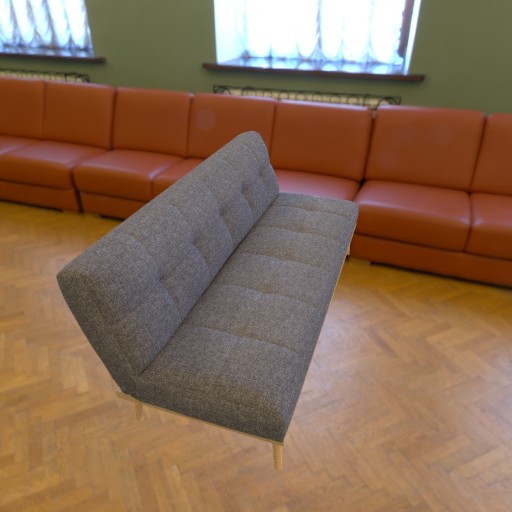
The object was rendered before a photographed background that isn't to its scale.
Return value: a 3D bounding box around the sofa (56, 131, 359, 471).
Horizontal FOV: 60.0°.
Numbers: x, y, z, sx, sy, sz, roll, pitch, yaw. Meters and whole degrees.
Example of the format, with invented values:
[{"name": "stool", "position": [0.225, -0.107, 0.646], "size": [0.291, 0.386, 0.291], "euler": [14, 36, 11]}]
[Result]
[{"name": "sofa", "position": [0.000, 0.000, 2.250], "size": [0.820, 0.770, 1.820], "euler": [10, 32, 16]}]
